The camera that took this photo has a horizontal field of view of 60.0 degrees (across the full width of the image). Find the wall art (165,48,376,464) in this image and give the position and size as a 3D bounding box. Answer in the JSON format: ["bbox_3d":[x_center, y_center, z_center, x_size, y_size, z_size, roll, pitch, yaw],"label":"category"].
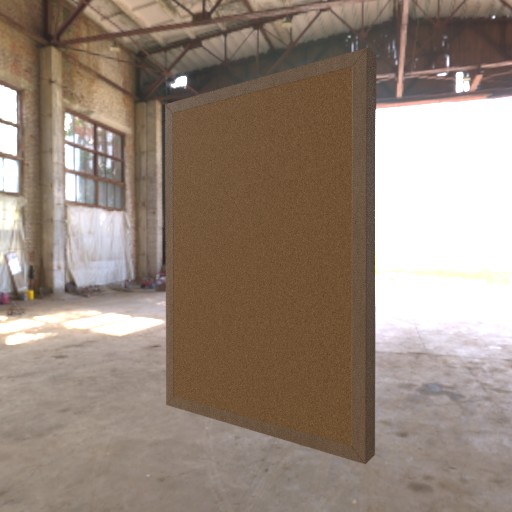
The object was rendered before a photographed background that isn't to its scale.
[{"bbox_3d":[0.000,0.000,0.657,0.356,0.509,0.031,1,1,36],"label":"wall art"}]
